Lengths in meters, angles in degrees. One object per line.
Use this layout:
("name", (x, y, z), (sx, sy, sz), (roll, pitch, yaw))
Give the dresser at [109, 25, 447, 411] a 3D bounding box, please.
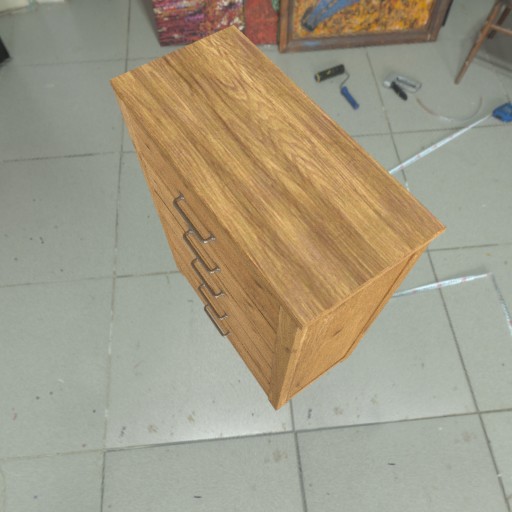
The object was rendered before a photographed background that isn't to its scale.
("dresser", (0.000, 0.000, 2.006), (0.558, 1.431, 1.081), (-32, 67, -15))
